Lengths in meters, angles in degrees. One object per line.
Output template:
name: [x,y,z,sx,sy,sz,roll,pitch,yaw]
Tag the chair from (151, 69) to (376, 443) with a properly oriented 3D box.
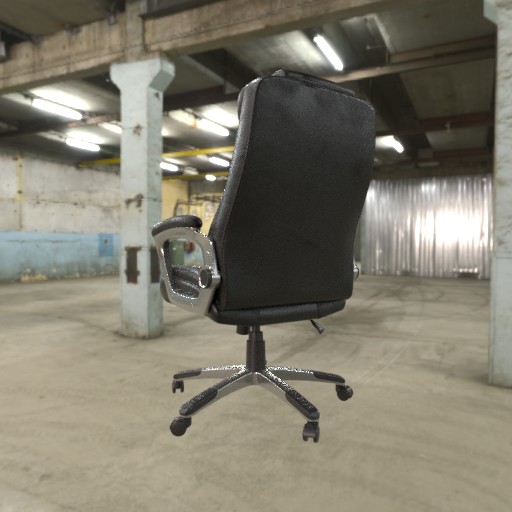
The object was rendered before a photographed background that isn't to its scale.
chair: [0.000,0.000,1.558,0.697,1.075,0.689,-1,1,-35]
